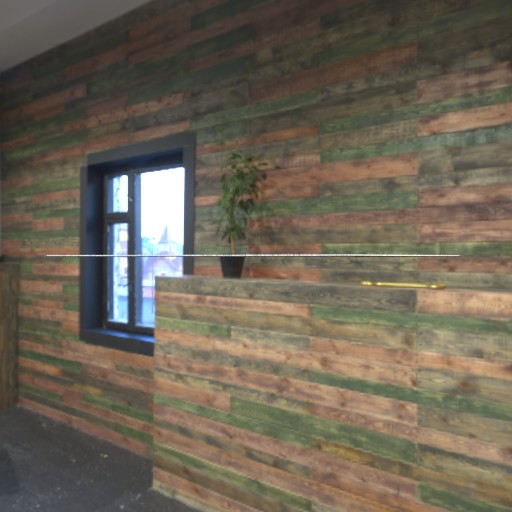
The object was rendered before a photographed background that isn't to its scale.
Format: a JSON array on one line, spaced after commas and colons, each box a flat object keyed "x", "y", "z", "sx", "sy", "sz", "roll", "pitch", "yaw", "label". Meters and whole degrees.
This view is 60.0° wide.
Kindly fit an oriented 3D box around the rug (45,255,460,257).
[{"x": 0.000, "y": 0.000, "z": 4.108, "sx": 3.048, "sy": 0.012, "sz": 2.438, "roll": 0, "pitch": 0, "yaw": 37, "label": "rug"}]
